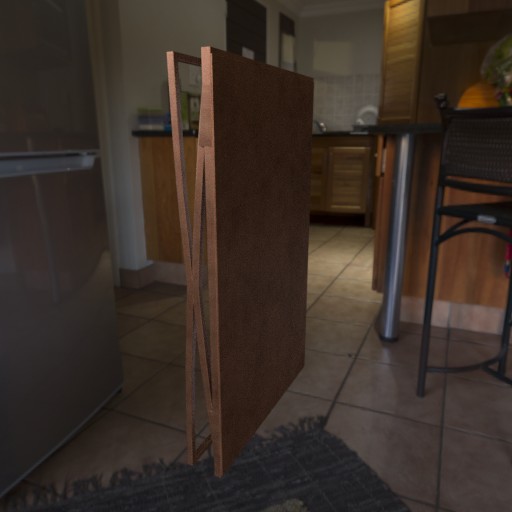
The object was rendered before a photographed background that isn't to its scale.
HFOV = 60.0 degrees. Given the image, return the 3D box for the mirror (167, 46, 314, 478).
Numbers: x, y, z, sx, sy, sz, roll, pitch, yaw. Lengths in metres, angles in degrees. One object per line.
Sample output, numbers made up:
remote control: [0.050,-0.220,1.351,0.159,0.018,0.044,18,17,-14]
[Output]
mirror: [0.000,0.000,0.972,0.082,0.768,0.468,8,18,25]
